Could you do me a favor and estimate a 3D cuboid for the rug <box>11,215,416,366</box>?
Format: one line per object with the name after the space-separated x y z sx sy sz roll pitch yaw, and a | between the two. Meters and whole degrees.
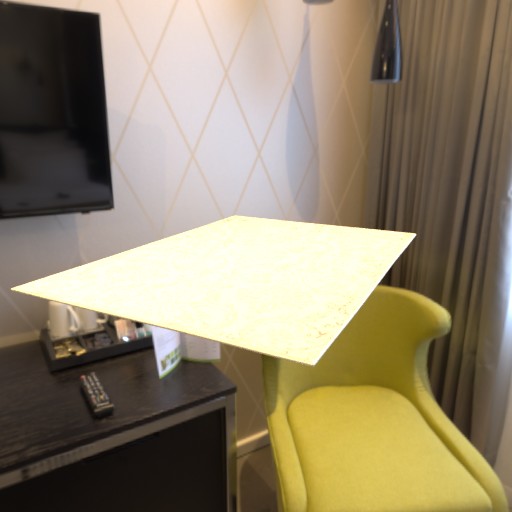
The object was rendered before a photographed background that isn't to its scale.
0.000 0.000 2.780 1.598 0.014 2.202 8 18 27 | rug
